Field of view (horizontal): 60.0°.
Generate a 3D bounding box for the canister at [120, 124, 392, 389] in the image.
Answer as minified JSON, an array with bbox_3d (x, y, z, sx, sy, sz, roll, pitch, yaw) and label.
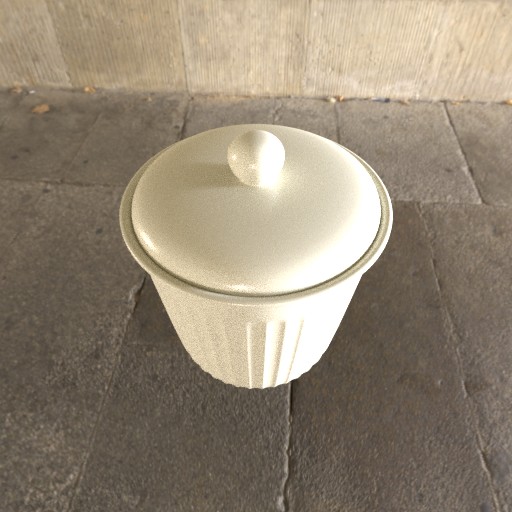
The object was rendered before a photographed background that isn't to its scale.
[{"bbox_3d":[0.000,0.000,0.343,0.181,0.211,0.181,0,47,0],"label":"canister"}]
